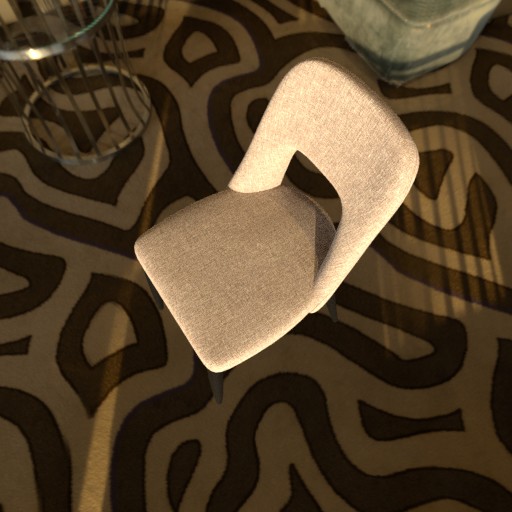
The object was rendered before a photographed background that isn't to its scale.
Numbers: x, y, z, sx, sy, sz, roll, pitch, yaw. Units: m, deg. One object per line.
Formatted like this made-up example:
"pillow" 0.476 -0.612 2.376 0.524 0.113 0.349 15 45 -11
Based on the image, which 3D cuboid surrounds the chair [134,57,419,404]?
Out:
"chair" 0.000 0.000 1.275 0.612 0.931 0.470 -32 68 -14
